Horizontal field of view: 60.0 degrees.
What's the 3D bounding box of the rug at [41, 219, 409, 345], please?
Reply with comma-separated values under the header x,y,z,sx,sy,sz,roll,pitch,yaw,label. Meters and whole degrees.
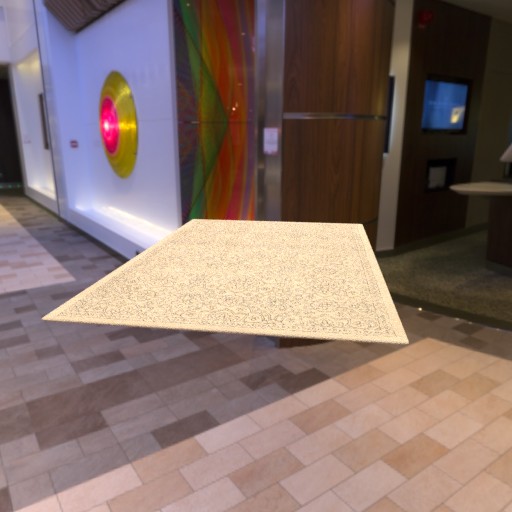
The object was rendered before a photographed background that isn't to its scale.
x,y,z,sx,sy,sz,roll,pitch,yaw,label
0.000,0.000,2.301,1.219,0.010,1.829,2,16,8,rug
